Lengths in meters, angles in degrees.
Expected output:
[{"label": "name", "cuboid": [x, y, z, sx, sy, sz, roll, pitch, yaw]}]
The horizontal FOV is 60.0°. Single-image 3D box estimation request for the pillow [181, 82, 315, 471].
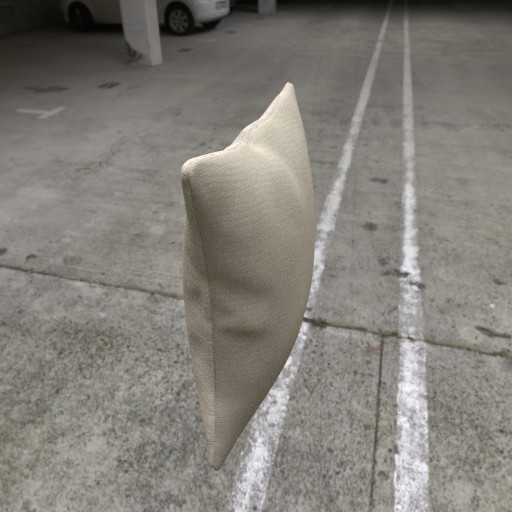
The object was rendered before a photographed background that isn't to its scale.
[{"label": "pillow", "cuboid": [0.000, 0.000, 0.652, 0.162, 0.420, 0.437, 8, 31, 13]}]
